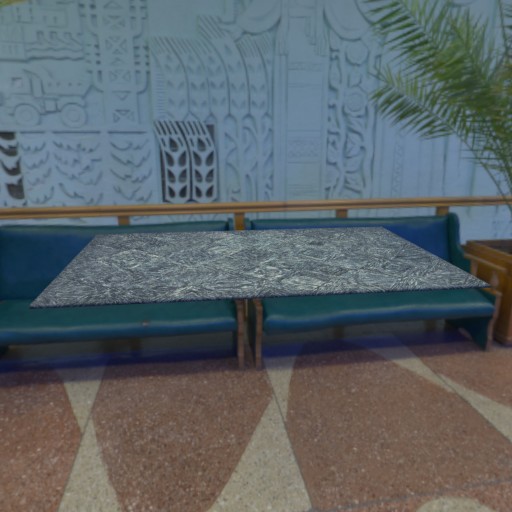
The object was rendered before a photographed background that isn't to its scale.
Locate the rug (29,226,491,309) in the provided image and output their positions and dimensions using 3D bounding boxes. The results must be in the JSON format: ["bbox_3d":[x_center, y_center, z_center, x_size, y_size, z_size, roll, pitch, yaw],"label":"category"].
[{"bbox_3d":[0.000,0.000,2.913,2.330,0.017,1.478,-2,16,-7],"label":"rug"}]
